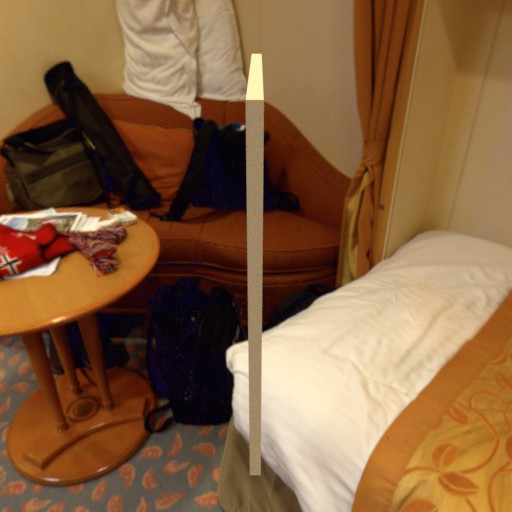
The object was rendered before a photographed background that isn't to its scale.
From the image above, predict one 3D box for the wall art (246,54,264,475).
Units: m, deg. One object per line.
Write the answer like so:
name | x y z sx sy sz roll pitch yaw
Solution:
wall art | 0.000 0.000 0.555 0.013 0.433 0.303 0 30 0
